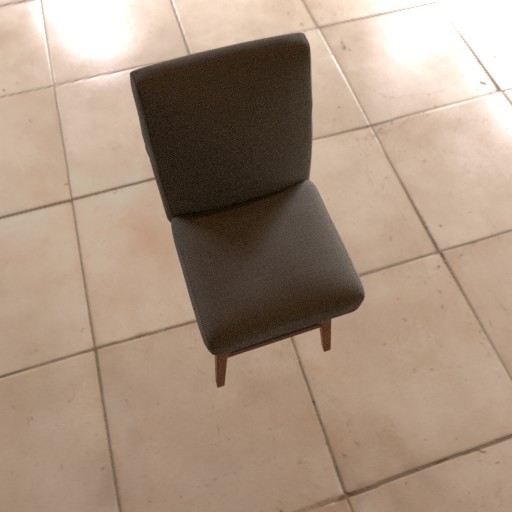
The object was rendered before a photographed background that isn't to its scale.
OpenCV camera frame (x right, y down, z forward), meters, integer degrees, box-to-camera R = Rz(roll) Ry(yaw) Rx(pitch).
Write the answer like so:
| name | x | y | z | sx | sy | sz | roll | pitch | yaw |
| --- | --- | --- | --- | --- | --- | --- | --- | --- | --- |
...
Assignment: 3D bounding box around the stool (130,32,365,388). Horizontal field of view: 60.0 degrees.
| name | x | y | z | sx | sy | sz | roll | pitch | yaw |
| --- | --- | --- | --- | --- | --- | --- | --- | --- | --- |
| stool | 0.000 | 0.000 | 1.381 | 0.483 | 1.112 | 0.570 | -17 | 65 | -8 |
